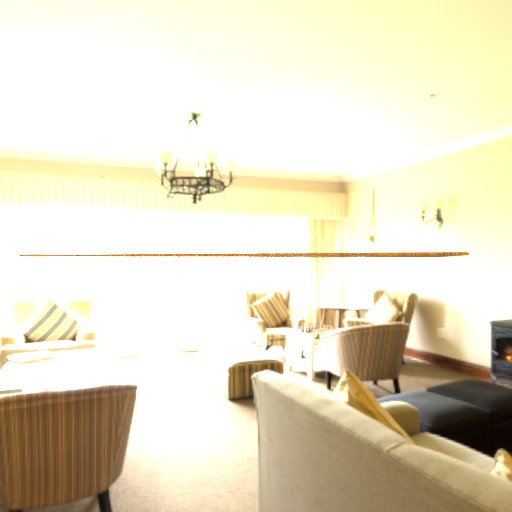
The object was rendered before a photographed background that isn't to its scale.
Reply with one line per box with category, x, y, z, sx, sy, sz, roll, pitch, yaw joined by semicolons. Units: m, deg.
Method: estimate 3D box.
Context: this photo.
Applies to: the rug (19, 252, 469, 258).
rug;0.000;0.000;2.848;2.292;0.014;1.528;0;-1;18
